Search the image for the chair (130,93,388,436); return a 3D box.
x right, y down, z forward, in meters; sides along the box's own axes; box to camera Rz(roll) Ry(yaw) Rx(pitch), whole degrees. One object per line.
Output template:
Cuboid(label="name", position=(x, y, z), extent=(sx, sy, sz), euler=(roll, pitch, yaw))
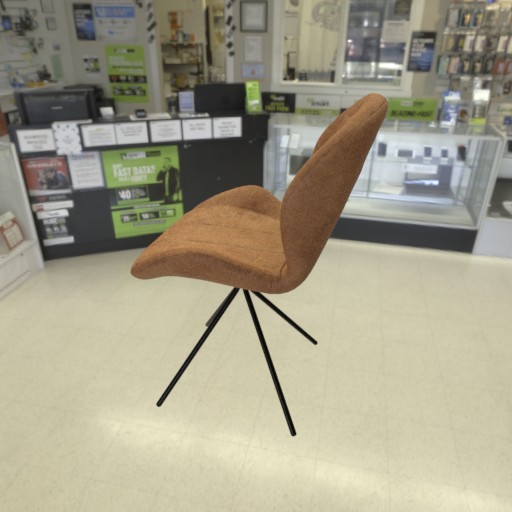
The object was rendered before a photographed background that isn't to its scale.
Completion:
Cuboid(label="chair", position=(0.000, 0.000, 1.314), extent=(0.640, 0.929, 0.527), euler=(7, 29, 13))
